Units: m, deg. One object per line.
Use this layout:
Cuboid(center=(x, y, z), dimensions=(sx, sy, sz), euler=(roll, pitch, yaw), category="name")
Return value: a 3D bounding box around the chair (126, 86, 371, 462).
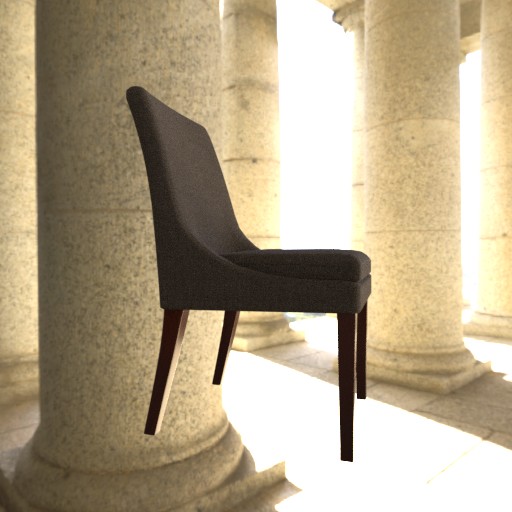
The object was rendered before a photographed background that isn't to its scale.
Cuboid(center=(0.000, 0.000, 1.345), dimensions=(0.655, 0.952, 0.508), euler=(0, 1, 18), category="chair")
